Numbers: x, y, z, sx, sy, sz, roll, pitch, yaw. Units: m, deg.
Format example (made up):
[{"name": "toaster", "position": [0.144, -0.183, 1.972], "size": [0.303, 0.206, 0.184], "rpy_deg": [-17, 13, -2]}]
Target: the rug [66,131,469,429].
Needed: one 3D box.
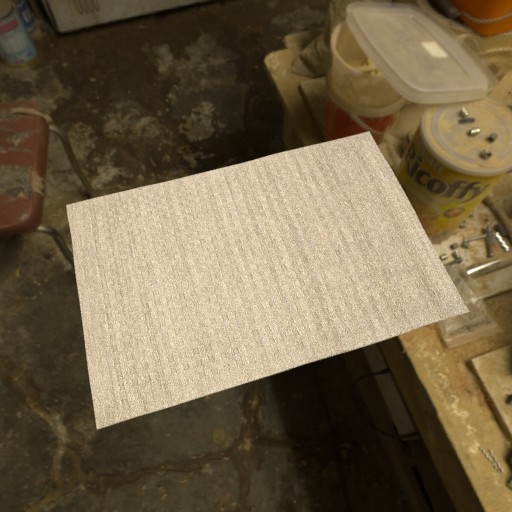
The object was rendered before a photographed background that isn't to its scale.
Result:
[{"name": "rug", "position": [0.000, 0.000, 2.909], "size": [2.297, 0.018, 1.532], "rpy_deg": [-15, 64, -8]}]
